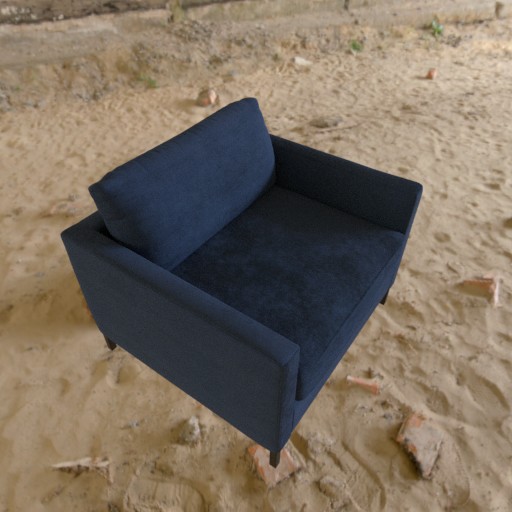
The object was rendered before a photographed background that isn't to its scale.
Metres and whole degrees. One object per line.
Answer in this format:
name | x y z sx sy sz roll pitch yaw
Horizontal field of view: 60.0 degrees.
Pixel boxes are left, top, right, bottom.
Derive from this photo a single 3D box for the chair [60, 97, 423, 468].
chair | 0.000 0.000 1.631 0.875 0.812 0.964 26 49 25
